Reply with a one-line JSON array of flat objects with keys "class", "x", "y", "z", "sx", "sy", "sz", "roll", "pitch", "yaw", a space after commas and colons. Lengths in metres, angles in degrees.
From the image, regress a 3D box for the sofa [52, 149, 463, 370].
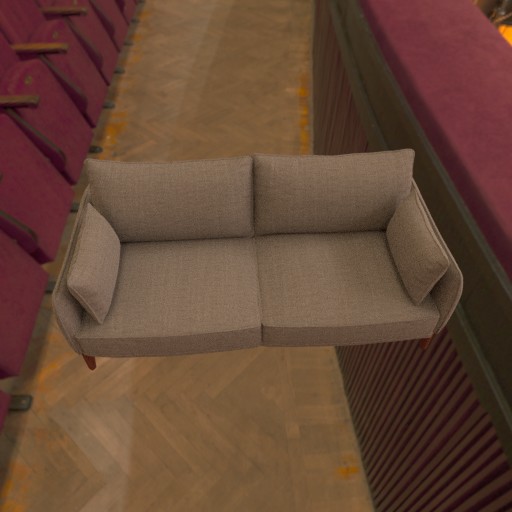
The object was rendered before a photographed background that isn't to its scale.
[{"class": "sofa", "x": 0.000, "y": 0.000, "z": 2.457, "sx": 1.989, "sy": 0.851, "sz": 0.972, "roll": -3, "pitch": 47, "yaw": -3}]
